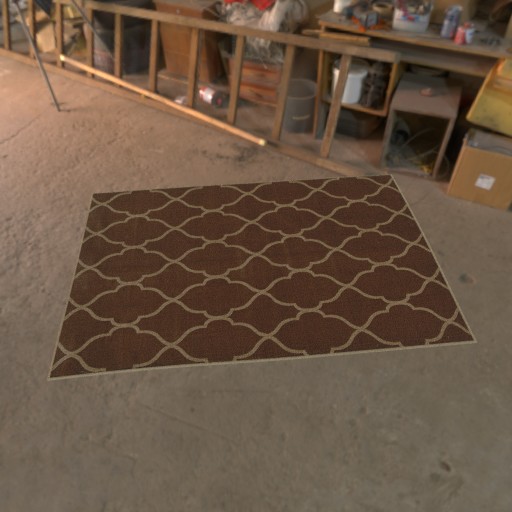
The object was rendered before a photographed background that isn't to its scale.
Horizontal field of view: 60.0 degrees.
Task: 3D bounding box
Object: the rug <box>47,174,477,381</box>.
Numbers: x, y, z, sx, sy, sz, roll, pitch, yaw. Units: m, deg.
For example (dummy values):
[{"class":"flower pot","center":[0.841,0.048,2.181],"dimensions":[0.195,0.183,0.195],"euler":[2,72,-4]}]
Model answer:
[{"class":"rug","center":[0.000,0.000,2.852],"dimensions":[2.294,0.014,1.528],"euler":[-4,47,-4]}]
